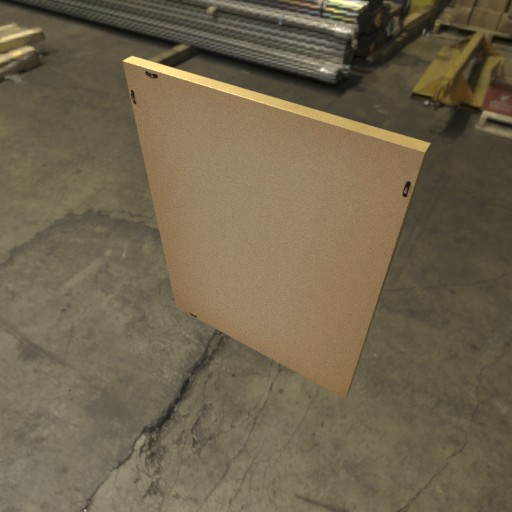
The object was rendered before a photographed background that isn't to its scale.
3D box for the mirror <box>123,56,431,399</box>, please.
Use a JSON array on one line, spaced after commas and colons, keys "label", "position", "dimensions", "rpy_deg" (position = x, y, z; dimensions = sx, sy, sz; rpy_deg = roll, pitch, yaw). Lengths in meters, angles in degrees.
[{"label": "mirror", "position": [0.000, 0.000, 1.342], "dimensions": [0.762, 1.016, 0.040], "rpy_deg": [24, 51, 21]}]
